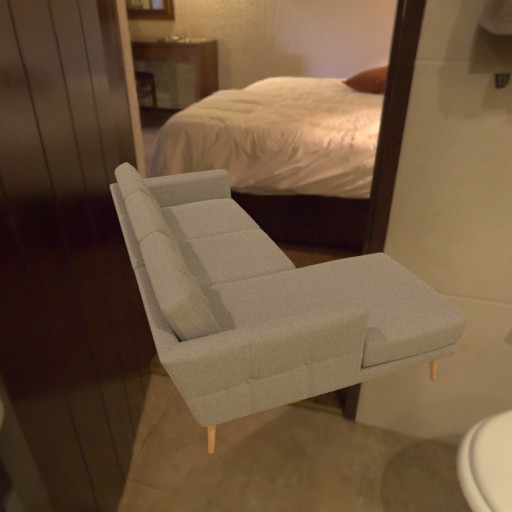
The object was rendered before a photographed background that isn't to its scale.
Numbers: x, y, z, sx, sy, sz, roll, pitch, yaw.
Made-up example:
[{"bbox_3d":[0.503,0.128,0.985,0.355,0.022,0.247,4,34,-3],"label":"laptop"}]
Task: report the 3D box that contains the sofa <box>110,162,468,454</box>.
[{"bbox_3d":[0.000,0.000,2.790,1.530,0.860,2.040,-11,31,-18],"label":"sofa"}]
